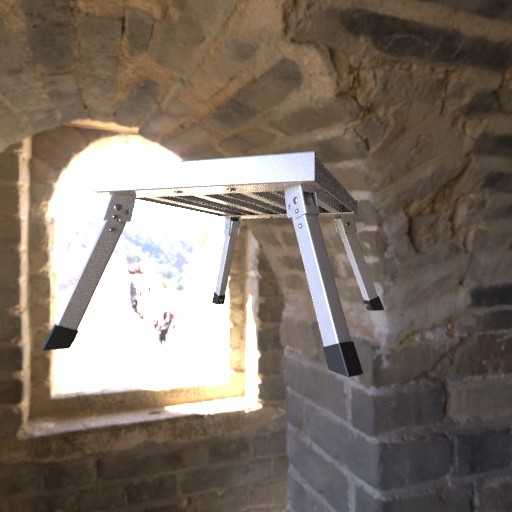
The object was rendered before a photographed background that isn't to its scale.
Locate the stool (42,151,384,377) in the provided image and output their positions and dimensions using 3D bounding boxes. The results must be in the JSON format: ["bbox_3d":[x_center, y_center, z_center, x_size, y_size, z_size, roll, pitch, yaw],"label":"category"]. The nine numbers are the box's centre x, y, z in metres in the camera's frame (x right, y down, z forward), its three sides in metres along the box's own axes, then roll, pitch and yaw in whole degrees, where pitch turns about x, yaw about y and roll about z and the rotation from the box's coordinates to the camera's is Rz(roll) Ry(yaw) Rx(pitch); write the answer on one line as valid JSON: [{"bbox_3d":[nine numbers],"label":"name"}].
[{"bbox_3d":[0.000,0.000,0.727,0.385,0.225,0.535,0,0,18],"label":"stool"}]
